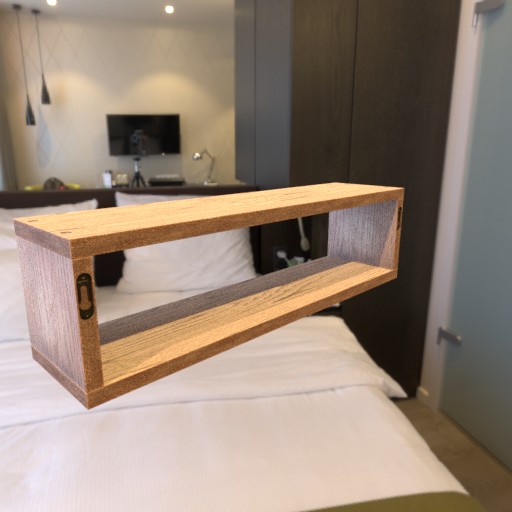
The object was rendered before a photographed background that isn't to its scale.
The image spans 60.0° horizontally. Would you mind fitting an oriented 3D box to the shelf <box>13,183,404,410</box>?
[{"bbox_3d":[0.000,0.000,0.669,0.610,0.170,0.150,-14,20,-43],"label":"shelf"}]
